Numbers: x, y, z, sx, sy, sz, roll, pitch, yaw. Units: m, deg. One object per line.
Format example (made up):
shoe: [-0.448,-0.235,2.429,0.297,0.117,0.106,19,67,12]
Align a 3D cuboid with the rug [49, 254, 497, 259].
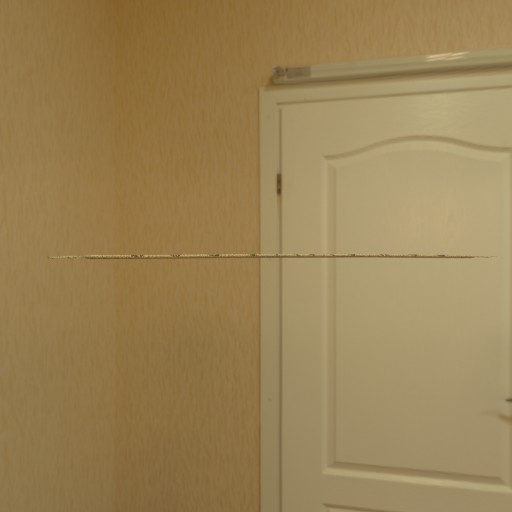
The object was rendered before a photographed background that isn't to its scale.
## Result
rug: [0.000,0.000,4.131,3.213,0.030,2.388,0,0,-17]
